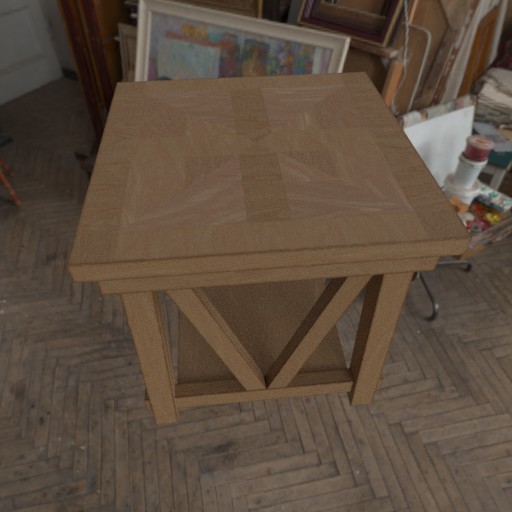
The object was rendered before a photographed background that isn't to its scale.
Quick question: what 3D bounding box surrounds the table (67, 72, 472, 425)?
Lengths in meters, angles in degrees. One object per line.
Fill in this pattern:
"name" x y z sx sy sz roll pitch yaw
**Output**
"table" 0.000 0.000 1.103 0.612 0.638 0.610 -4 46 -4
